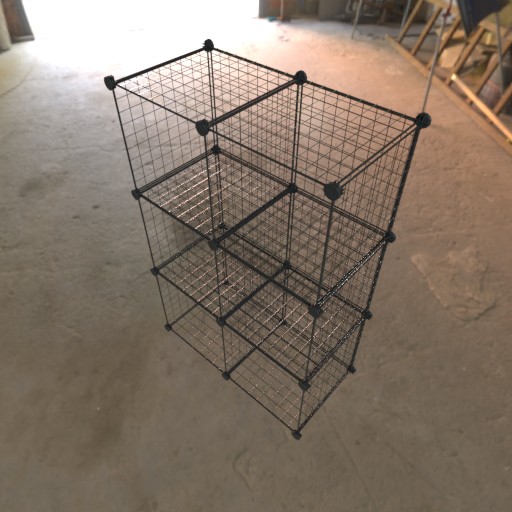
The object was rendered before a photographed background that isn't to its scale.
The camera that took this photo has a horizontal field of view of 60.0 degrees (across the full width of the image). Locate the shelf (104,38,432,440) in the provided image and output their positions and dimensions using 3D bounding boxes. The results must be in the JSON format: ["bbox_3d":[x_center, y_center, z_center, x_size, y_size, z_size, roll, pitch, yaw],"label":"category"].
[{"bbox_3d":[0.000,0.000,1.409,0.711,1.067,0.356,32,53,28],"label":"shelf"}]
